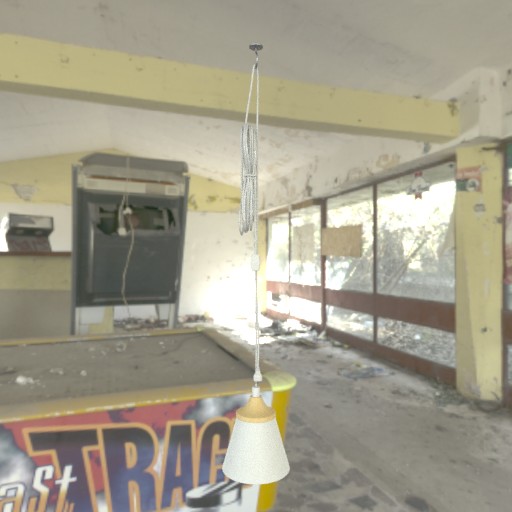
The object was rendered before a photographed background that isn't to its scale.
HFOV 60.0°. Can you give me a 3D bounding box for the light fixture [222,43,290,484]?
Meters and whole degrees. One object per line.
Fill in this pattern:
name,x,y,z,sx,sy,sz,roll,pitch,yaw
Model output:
light fixture,0.000,0.000,1.017,0.153,0.966,0.153,0,-1,18
